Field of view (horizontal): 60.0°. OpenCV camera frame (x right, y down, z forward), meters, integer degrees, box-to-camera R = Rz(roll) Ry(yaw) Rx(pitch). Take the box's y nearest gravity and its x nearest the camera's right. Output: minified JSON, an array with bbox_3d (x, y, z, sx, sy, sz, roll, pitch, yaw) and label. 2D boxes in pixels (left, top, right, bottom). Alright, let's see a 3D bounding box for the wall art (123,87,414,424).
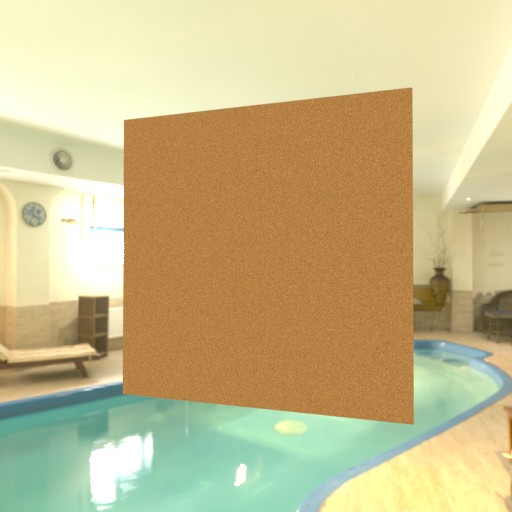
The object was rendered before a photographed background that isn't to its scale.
[{"bbox_3d":[0.000,0.000,1.123,0.749,0.751,0.050,0,-1,18],"label":"wall art"}]
